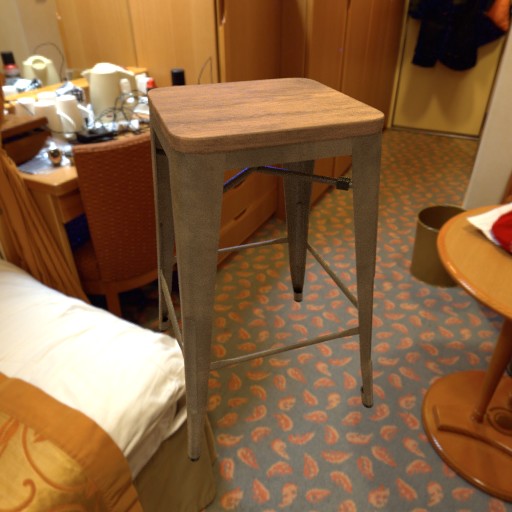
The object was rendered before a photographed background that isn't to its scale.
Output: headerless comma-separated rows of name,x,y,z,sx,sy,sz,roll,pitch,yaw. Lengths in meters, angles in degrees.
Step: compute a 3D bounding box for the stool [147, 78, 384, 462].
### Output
stool,0.000,0.000,0.896,0.407,0.607,0.407,-10,34,-16
